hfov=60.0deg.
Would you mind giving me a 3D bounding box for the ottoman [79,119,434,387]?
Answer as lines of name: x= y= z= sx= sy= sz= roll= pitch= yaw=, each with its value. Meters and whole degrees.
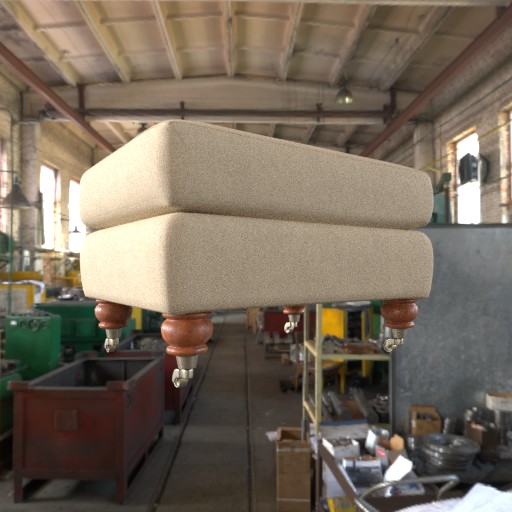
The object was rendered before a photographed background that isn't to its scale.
ottoman: x=0.000 y=0.000 z=1.147 sx=0.773 sy=0.504 sz=0.569 roll=1 pitch=-2 yaw=-35
